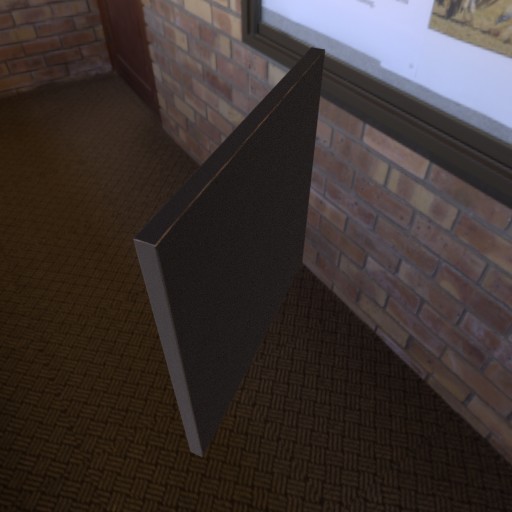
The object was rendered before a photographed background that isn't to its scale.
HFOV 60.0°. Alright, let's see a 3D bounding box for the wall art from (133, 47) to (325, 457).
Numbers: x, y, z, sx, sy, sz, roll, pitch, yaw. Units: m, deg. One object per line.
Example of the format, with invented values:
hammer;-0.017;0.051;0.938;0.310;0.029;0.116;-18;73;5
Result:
wall art;0.000;0.000;0.448;0.015;0.303;0.304;17;48;17
